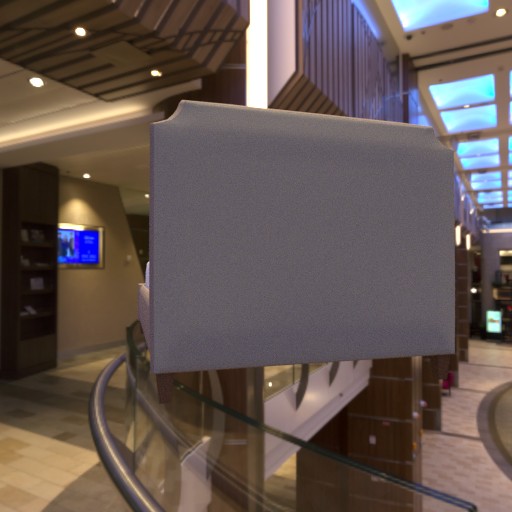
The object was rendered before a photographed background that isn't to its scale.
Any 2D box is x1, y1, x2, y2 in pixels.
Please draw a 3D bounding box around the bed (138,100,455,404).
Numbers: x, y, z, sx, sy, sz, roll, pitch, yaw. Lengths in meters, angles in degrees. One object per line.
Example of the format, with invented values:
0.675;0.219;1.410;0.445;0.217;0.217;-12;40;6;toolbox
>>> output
0.000;0.000;3.398;1.713;1.443;2.372;0;-1;-17;bed
